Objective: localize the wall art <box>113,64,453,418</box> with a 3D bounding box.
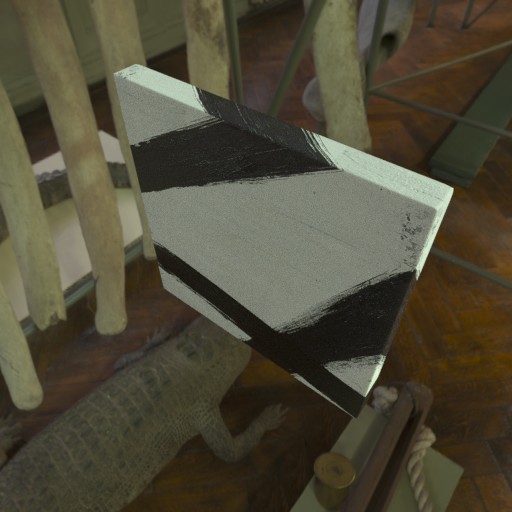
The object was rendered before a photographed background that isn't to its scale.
[{"bbox_3d":[0.000,0.000,0.753,0.507,0.508,0.050,30,53,25],"label":"wall art"}]
